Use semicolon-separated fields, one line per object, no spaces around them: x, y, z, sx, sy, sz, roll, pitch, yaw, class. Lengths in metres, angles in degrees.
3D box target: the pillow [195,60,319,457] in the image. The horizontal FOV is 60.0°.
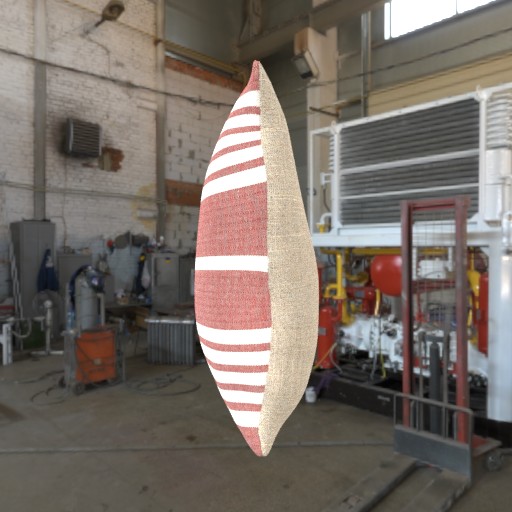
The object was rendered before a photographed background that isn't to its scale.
0.000;0.000;0.679;0.182;0.427;0.439;0;1;0;pillow
